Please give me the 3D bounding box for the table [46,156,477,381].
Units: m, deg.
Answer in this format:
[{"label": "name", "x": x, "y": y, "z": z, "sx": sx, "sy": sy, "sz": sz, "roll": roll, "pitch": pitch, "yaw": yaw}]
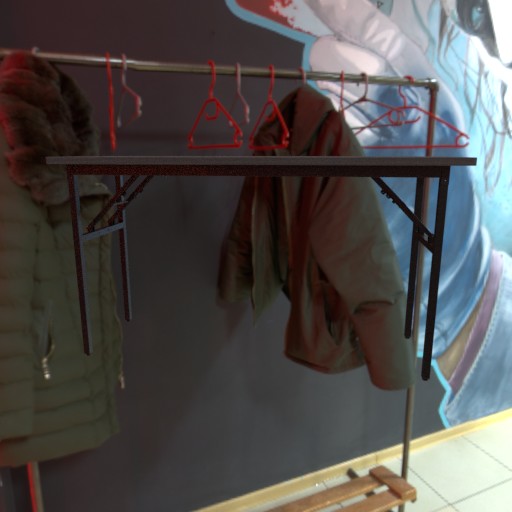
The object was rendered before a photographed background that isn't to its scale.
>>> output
[{"label": "table", "x": 0.000, "y": 0.000, "z": 1.715, "sx": 1.399, "sy": 0.750, "sz": 0.449, "roll": 2, "pitch": 13, "yaw": 9}]
